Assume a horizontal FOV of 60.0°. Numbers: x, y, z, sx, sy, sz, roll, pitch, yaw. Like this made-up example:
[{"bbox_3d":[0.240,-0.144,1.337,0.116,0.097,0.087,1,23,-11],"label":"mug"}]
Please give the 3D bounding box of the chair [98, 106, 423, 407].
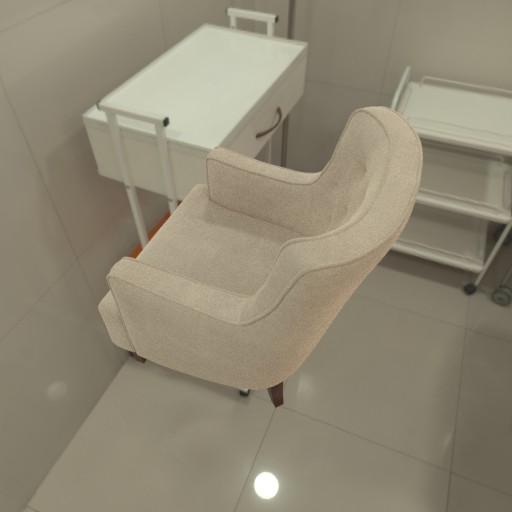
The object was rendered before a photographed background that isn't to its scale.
[{"bbox_3d":[0.000,0.000,1.580,0.910,0.920,0.781,17,49,15],"label":"chair"}]
